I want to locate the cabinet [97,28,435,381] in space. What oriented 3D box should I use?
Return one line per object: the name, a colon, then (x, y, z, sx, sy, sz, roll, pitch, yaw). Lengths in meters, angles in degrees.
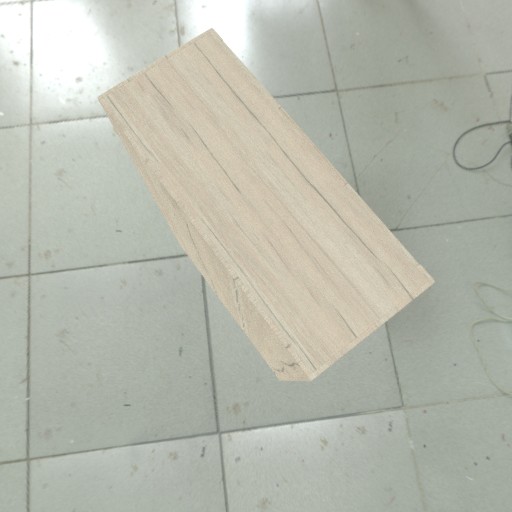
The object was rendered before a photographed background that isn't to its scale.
cabinet: (0.000, 0.000, 2.705, 0.580, 2.070, 1.400, -36, 77, -9)
